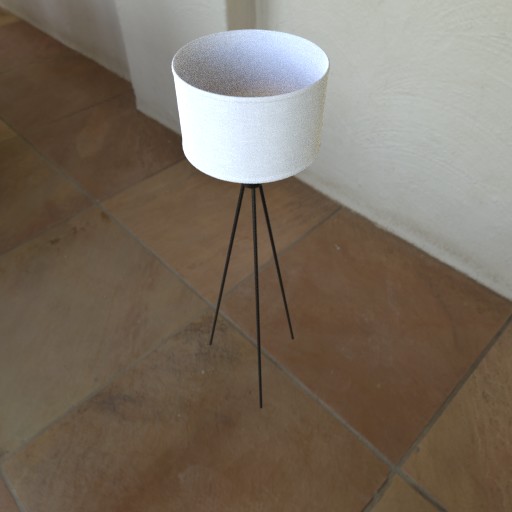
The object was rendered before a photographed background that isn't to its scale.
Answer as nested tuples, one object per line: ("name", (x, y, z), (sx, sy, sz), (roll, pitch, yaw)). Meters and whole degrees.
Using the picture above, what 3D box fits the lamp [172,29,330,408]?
("lamp", (0.000, 0.000, 1.729), (0.458, 1.545, 0.448), (-33, 55, -27))
